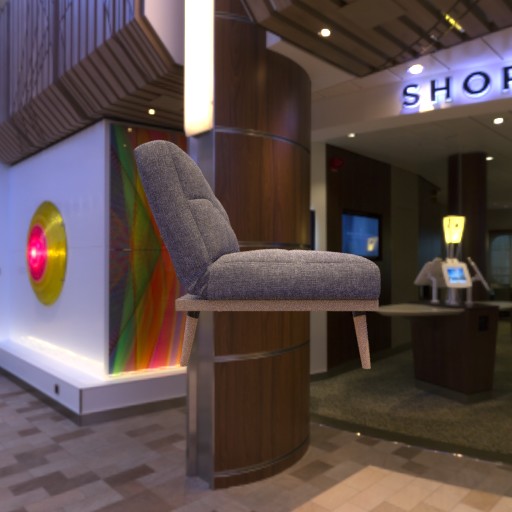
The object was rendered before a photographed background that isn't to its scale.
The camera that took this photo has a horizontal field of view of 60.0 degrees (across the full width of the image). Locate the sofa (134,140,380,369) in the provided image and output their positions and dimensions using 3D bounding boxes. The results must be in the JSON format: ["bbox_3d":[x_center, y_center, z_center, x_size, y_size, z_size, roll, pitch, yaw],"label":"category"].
[{"bbox_3d":[0.000,0.000,2.337,0.820,0.770,1.820,0,0,0],"label":"sofa"}]
